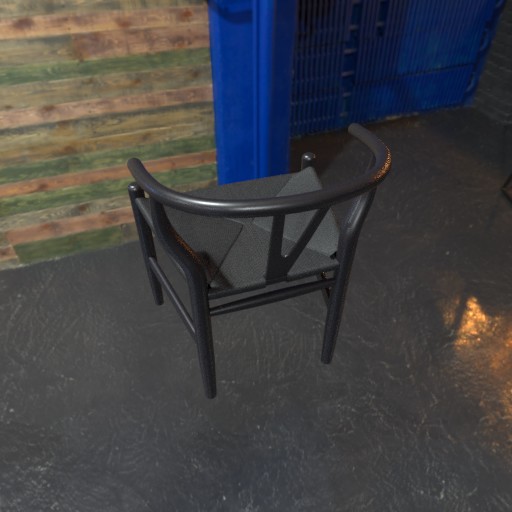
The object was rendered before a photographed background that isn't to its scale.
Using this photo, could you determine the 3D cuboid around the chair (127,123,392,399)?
[{"bbox_3d":[0.000,0.000,1.174,0.569,0.730,0.579,-13,43,-14],"label":"chair"}]
